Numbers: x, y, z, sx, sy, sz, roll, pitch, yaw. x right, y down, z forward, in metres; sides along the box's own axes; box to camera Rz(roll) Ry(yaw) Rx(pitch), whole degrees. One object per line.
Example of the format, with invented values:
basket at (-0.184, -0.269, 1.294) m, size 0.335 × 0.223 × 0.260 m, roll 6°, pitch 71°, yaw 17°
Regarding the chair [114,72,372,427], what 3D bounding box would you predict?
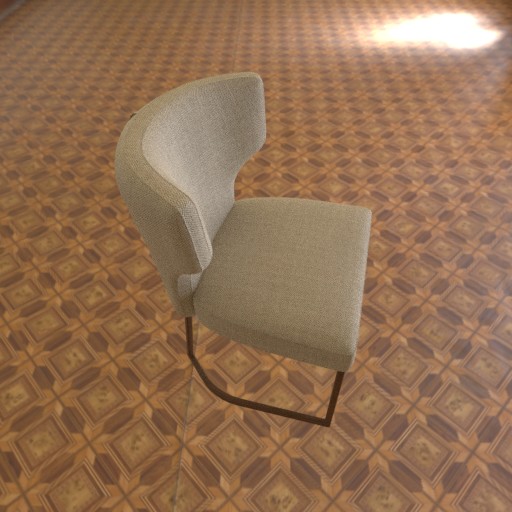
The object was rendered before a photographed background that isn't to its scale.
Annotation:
chair at (0.000, 0.000, 1.266) m, size 0.617 × 0.824 × 0.611 m, roll 10°, pitch 47°, yaw 10°
